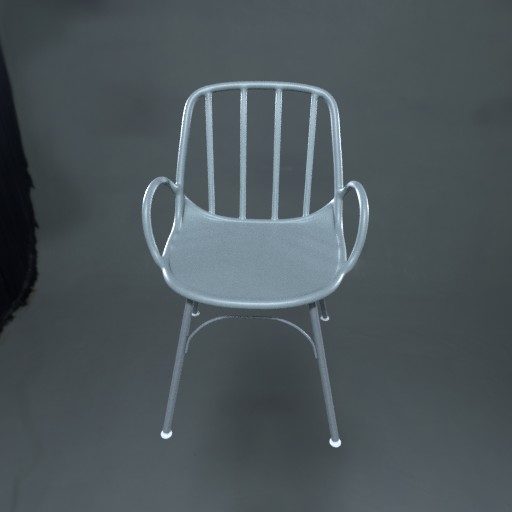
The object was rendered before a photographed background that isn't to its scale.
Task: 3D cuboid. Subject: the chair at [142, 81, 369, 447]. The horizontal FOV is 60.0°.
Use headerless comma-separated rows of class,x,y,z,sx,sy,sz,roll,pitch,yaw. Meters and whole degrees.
chair,0.000,0.000,1.232,0.549,0.816,0.597,2,32,3
